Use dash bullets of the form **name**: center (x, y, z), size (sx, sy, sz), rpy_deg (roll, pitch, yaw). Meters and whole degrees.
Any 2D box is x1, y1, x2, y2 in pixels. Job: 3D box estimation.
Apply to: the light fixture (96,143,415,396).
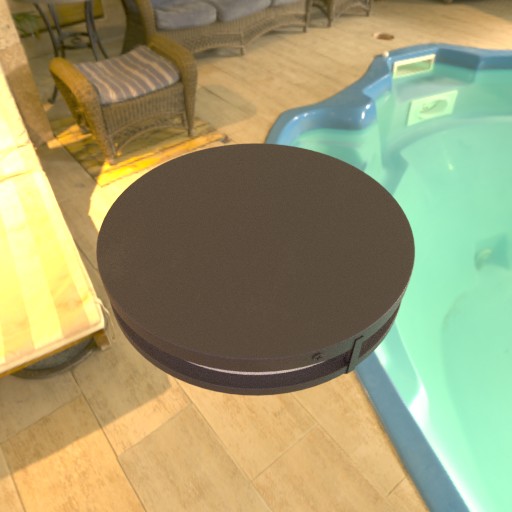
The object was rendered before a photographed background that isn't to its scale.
- **light fixture**: center (0.000, 0.000, 0.542), size (0.356, 0.102, 0.356), rpy_deg (0, 45, 0)
